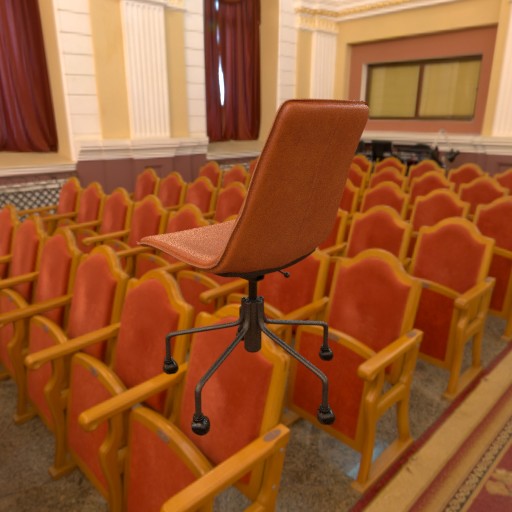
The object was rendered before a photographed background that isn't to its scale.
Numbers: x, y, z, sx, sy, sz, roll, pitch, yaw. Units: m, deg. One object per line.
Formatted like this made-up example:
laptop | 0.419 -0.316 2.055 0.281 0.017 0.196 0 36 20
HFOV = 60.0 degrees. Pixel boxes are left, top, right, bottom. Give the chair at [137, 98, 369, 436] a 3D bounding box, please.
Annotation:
chair | 0.000 0.000 1.403 0.651 0.920 0.660 -16 23 -41
